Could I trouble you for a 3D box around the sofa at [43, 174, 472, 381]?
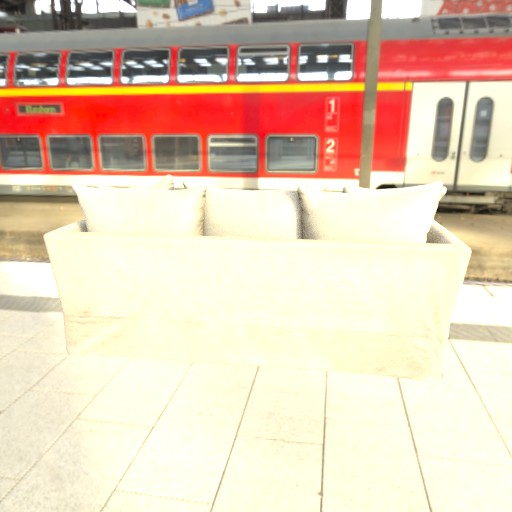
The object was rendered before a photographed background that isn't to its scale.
[{"bbox_3d":[0.000,0.000,2.849,2.290,1.034,1.031,2,16,8],"label":"sofa"}]
